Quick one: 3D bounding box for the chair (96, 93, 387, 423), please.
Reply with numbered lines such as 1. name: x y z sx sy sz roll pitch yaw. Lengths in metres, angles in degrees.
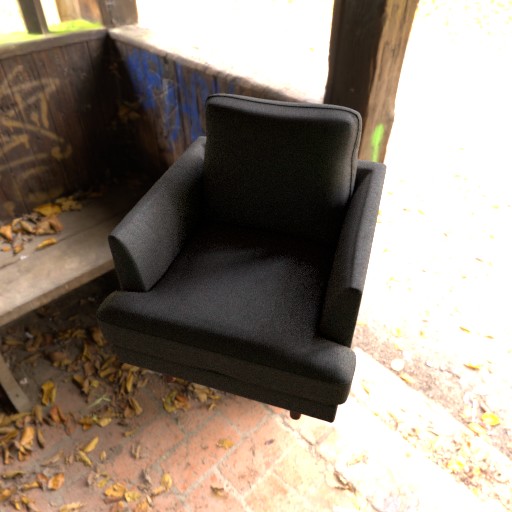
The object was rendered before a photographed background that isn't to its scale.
1. chair: 0.000 0.000 1.666 0.858 0.957 0.899 12 42 13
